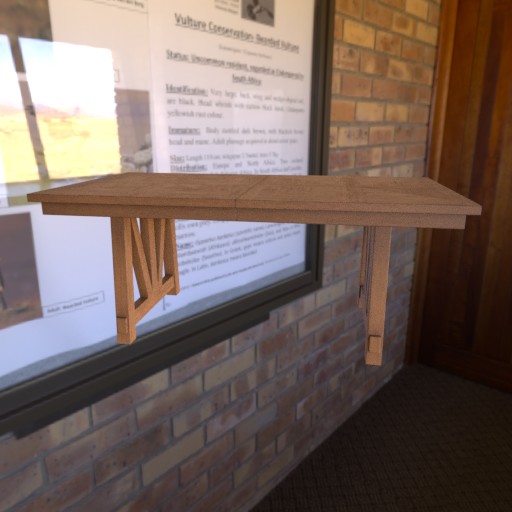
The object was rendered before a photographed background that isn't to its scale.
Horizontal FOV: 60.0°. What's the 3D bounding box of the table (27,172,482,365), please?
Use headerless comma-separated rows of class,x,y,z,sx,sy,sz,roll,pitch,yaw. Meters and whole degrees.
table,0.000,0.000,2.391,1.881,0.768,1.016,3,16,9
